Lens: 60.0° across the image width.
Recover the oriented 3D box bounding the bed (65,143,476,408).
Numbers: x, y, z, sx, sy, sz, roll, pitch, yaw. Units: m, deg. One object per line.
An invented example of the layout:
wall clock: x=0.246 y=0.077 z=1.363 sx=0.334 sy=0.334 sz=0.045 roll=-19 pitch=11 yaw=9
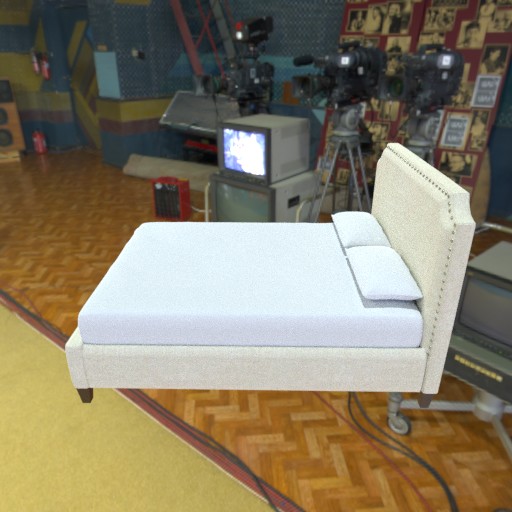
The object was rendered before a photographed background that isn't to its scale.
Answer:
bed: x=0.000 y=0.000 z=3.402 sx=2.381 sy=1.457 sz=1.713 roll=0 pitch=25 yaw=1
